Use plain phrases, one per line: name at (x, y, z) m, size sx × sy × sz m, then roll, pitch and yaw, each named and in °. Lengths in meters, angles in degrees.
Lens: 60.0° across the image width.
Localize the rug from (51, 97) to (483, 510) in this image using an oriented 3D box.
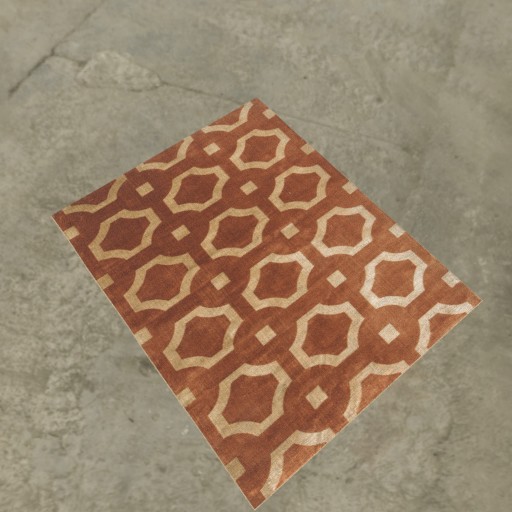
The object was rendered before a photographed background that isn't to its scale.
rug at (0.000, 0.000, 3.930) m, size 2.466 × 0.021 × 3.049 m, roll -35°, pitch 68°, yaw -17°
